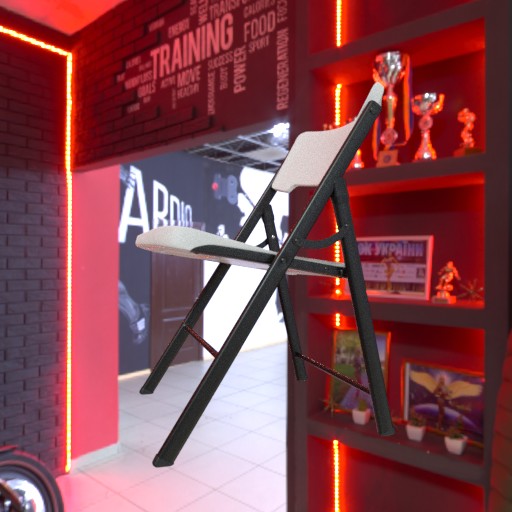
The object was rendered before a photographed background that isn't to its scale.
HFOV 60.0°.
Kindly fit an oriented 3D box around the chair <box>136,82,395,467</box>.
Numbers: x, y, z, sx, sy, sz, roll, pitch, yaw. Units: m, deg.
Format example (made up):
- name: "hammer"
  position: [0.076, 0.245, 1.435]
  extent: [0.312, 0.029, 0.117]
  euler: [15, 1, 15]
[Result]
- name: "chair"
  position: [0.000, 0.000, 1.100]
  extent: [0.577, 0.765, 0.482]
  euler: [0, -1, -18]
